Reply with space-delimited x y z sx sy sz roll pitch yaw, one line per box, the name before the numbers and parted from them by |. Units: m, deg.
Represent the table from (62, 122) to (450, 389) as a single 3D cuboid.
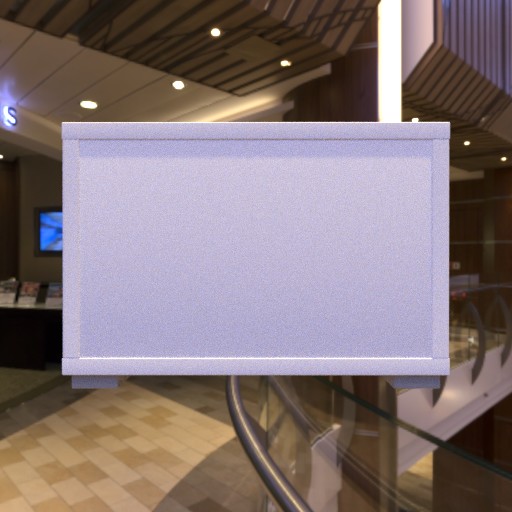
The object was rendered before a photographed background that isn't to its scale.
table | 0.000 0.000 0.789 0.517 0.357 0.399 0 0 0
